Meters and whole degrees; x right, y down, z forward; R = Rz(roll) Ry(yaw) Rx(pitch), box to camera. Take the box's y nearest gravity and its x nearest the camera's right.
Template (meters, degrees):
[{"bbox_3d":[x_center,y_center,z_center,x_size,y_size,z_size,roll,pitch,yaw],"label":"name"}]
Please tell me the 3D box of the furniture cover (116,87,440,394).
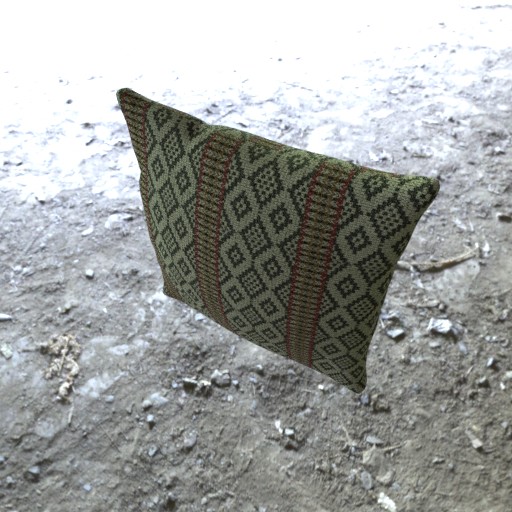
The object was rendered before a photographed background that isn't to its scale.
[{"bbox_3d":[0.000,0.000,0.790,0.503,0.506,0.182,23,50,21],"label":"furniture cover"}]
